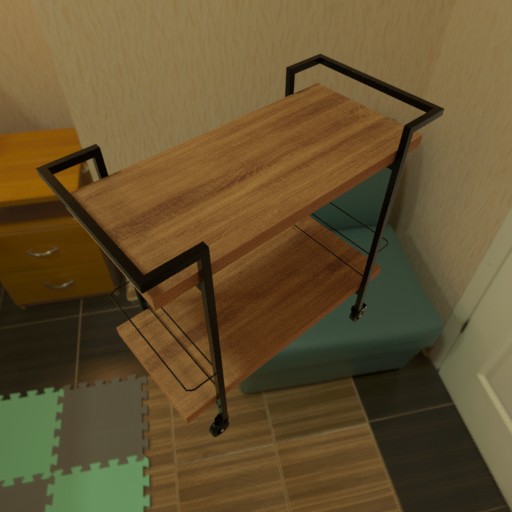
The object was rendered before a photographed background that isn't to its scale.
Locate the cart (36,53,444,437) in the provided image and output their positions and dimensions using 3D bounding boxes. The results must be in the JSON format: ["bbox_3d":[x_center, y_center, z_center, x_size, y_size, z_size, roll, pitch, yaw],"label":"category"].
[{"bbox_3d":[0.000,0.000,1.228,0.806,0.762,0.406,-32,55,-26],"label":"cart"}]
